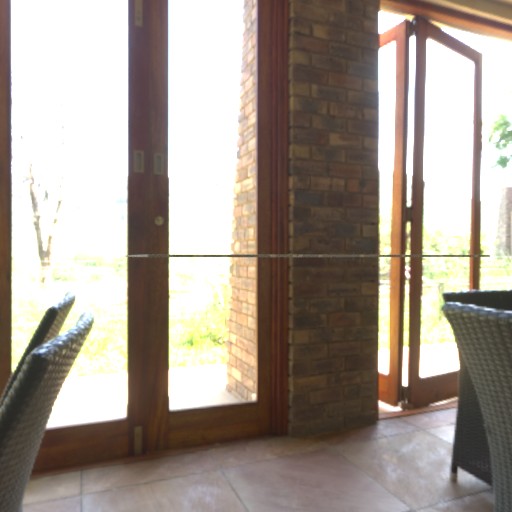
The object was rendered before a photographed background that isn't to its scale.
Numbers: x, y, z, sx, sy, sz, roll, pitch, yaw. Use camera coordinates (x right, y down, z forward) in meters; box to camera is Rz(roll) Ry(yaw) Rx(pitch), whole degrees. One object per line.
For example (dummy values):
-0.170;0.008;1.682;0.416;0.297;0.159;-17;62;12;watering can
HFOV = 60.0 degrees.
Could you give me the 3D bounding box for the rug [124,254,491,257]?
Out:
0.000;0.000;2.669;1.451;0.010;2.080;0;0;-19;rug
